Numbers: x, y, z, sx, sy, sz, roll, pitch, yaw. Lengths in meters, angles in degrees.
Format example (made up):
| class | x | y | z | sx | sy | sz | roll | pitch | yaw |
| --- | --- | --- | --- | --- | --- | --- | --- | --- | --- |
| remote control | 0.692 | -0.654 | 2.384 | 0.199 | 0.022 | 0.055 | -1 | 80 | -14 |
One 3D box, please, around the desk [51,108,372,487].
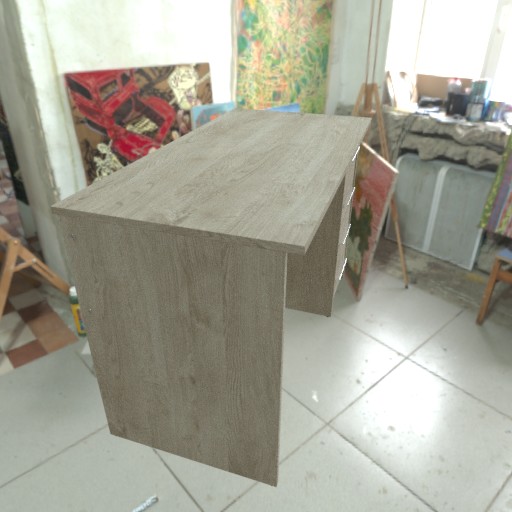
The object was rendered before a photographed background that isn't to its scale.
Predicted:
| class | x | y | z | sx | sy | sz | roll | pitch | yaw |
| --- | --- | --- | --- | --- | --- | --- | --- | --- | --- |
| desk | 0.000 | 0.000 | 1.503 | 0.560 | 0.730 | 1.096 | 10 | 31 | 16 |
